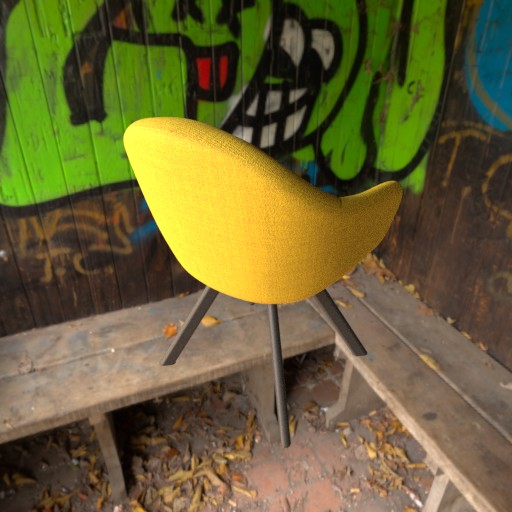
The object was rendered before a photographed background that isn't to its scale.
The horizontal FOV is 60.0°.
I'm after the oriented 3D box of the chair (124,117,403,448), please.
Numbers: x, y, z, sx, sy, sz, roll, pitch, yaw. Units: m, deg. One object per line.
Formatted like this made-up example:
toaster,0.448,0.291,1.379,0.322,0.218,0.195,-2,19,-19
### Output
chair,0.000,0.000,1.182,0.590,0.795,0.550,22,37,33
